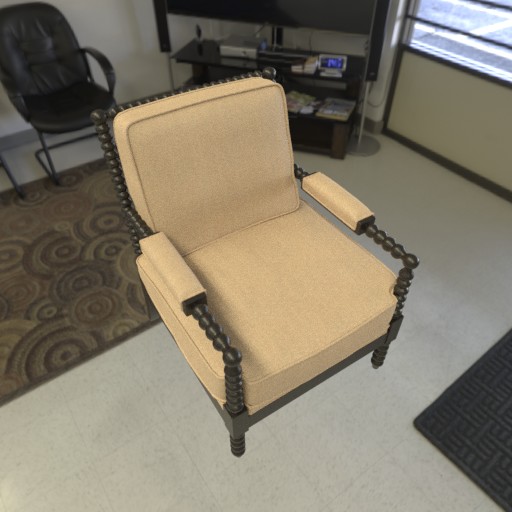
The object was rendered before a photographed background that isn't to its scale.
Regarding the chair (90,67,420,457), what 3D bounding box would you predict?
[{"bbox_3d":[0.000,0.000,1.183,0.555,0.703,0.657,-24,49,-23],"label":"chair"}]
